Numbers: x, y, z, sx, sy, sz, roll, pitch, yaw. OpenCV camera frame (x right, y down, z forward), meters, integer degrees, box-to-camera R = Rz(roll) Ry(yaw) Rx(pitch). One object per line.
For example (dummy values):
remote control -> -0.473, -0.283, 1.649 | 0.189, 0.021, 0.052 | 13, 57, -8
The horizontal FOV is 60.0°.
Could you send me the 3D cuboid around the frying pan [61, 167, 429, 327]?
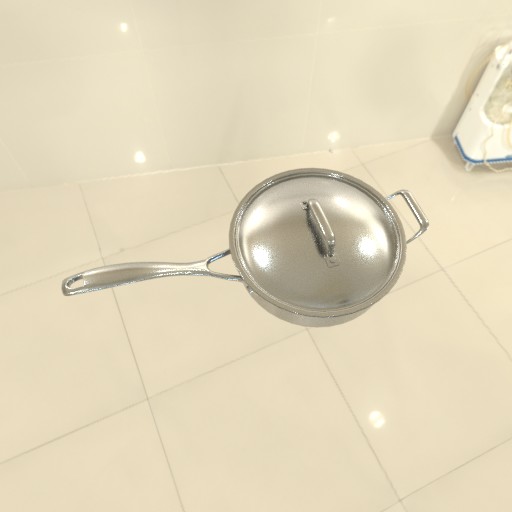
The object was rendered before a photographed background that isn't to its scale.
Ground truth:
frying pan -> 0.000, 0.000, 0.612 | 0.492, 0.111, 0.245 | -15, 61, -9
